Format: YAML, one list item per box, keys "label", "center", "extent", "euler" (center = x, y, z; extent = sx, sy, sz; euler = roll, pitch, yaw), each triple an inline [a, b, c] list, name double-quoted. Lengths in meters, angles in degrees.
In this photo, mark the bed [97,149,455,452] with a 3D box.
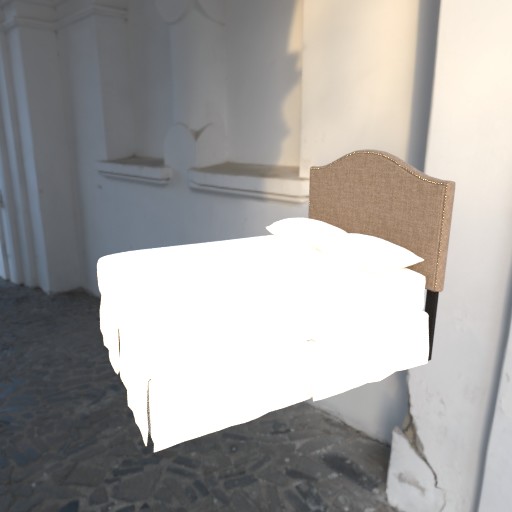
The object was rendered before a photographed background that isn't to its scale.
- label: "bed"
  center: [0.000, 0.000, 3.310]
  extent: [2.153, 1.518, 1.713]
  euler: [-8, 17, -26]
